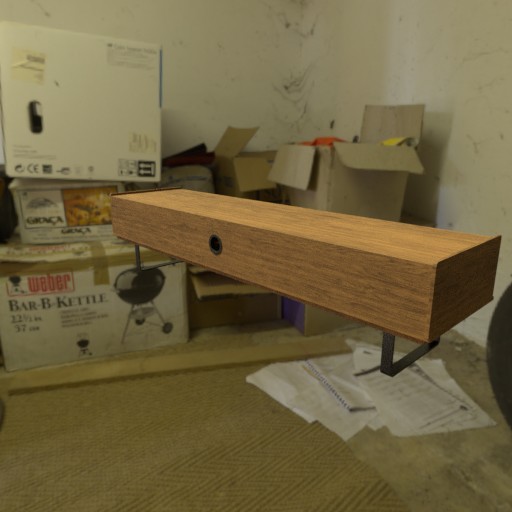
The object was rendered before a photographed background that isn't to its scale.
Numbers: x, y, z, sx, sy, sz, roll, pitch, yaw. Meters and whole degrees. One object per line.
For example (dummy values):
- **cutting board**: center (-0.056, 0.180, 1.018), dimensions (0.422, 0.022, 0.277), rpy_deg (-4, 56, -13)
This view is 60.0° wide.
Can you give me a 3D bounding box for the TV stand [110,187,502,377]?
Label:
- **TV stand**: center (0.000, 0.000, 1.939), dimensions (0.467, 0.415, 1.796), rpy_deg (-14, 21, -42)
